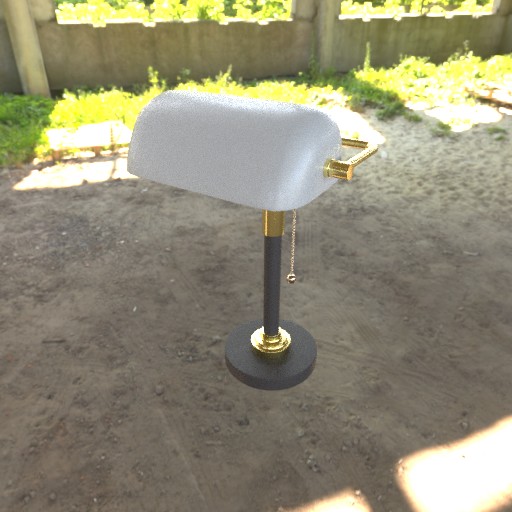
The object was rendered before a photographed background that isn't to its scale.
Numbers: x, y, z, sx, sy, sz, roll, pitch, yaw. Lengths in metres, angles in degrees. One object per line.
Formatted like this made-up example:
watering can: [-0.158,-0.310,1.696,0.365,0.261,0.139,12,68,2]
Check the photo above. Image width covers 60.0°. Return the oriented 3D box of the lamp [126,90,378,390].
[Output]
lamp: [0.000,0.000,0.571,0.269,0.404,0.227,18,34,29]
